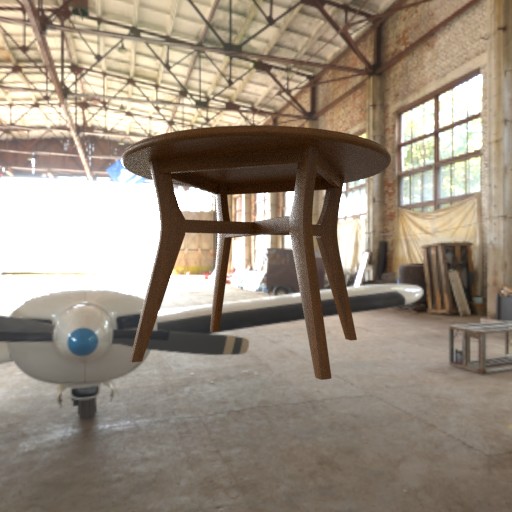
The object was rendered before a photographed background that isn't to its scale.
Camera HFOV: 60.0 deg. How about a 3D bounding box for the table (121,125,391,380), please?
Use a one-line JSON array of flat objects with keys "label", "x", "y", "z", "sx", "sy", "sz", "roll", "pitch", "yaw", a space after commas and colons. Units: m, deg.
[{"label": "table", "x": 0.000, "y": 0.000, "z": 1.807, "sx": 1.055, "sy": 0.757, "sz": 1.055, "roll": 0, "pitch": 0, "yaw": 0}]
